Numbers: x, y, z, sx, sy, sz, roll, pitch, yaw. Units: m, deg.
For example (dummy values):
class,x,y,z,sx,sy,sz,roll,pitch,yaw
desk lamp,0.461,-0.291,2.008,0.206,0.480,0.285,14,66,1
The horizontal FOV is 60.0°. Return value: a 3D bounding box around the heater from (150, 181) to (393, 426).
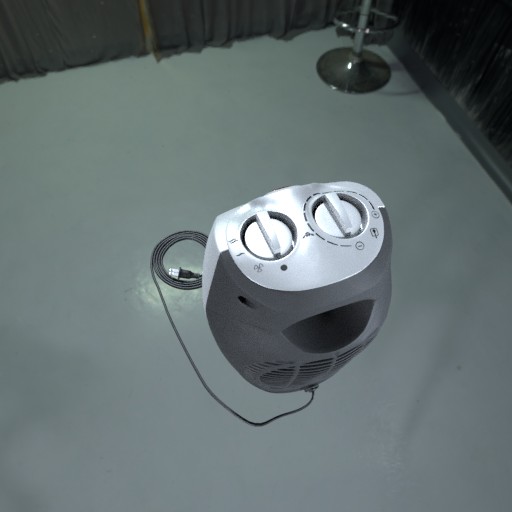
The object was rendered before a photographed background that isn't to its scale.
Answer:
class,x,y,z,sx,sy,sz,roll,pitch,yaw
heater,0.000,0.000,0.480,0.239,0.240,0.291,-16,59,-10
